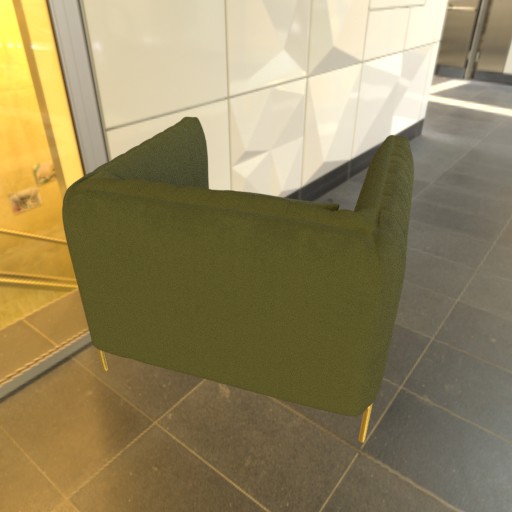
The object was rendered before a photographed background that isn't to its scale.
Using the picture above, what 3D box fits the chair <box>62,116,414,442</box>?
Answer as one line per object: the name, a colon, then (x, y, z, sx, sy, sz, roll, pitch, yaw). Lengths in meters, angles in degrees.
chair: (0.000, 0.000, 1.667, 1.032, 0.794, 0.877, 10, 33, 16)
